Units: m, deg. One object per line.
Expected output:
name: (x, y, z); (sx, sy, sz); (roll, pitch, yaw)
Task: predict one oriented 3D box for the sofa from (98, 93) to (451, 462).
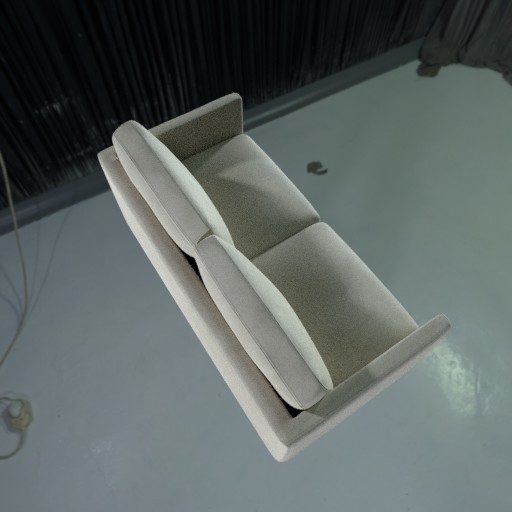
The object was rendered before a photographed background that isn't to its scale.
sofa: (0.000, 0.000, 2.433); (0.950, 0.940, 1.846); (-30, 64, -16)
